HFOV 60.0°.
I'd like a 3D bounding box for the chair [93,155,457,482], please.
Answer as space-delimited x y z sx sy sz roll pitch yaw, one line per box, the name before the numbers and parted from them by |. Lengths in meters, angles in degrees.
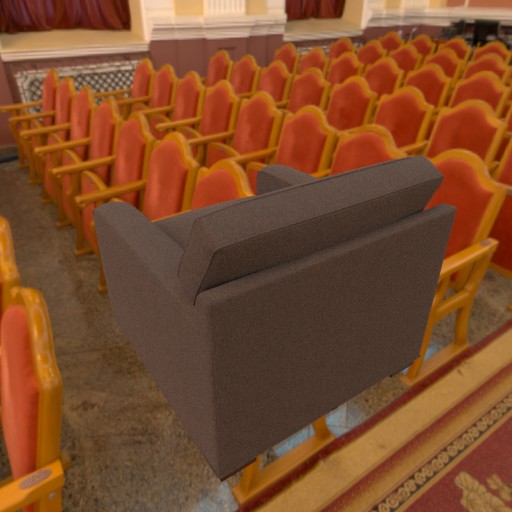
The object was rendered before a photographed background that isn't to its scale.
chair | 0.000 0.000 1.808 0.997 0.913 1.043 -19 36 -29
